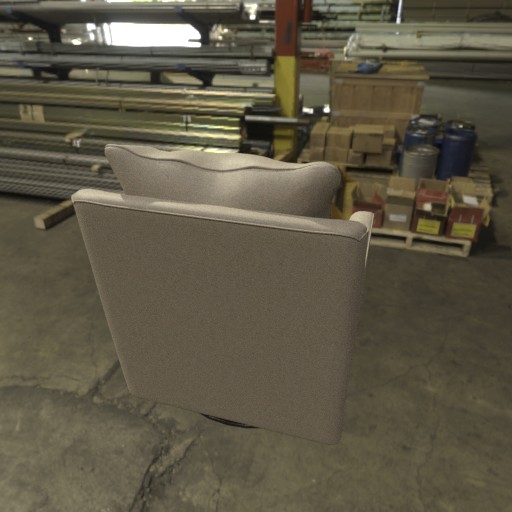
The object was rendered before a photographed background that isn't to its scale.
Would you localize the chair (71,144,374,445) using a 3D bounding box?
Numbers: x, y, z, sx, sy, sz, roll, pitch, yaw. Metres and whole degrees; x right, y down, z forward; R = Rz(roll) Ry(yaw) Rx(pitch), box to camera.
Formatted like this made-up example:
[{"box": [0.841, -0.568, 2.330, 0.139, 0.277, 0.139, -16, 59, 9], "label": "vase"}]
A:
[{"box": [0.000, 0.000, 1.555, 0.760, 0.942, 0.876, 8, 31, 14], "label": "chair"}]
